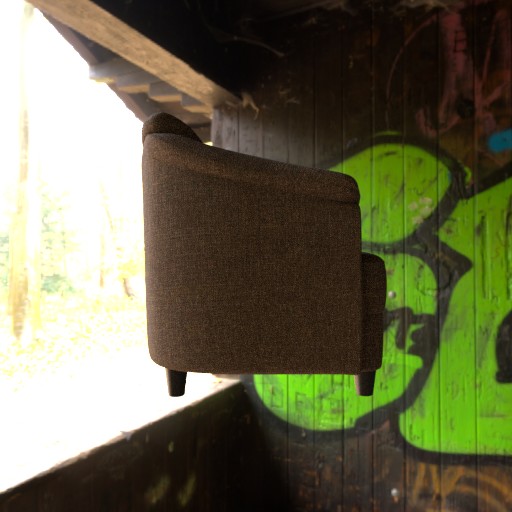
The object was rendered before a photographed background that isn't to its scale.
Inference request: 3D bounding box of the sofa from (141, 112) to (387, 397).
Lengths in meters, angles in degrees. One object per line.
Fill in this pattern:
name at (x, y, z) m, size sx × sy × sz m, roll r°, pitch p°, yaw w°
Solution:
sofa at (0.000, 0.000, 1.926) m, size 0.799 × 0.895 × 1.404 m, roll 0°, pitch -1°, yaw -1°
